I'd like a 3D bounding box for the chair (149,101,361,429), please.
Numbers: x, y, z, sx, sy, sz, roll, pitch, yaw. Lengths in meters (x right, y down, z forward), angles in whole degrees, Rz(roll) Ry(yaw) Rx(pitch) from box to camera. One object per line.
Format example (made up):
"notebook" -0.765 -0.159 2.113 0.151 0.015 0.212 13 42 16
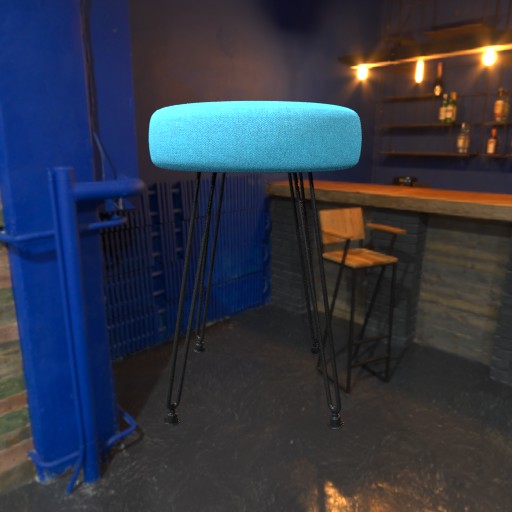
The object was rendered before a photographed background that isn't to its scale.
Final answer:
"chair" 0.000 0.000 0.689 0.350 0.440 0.350 -13 19 -42
